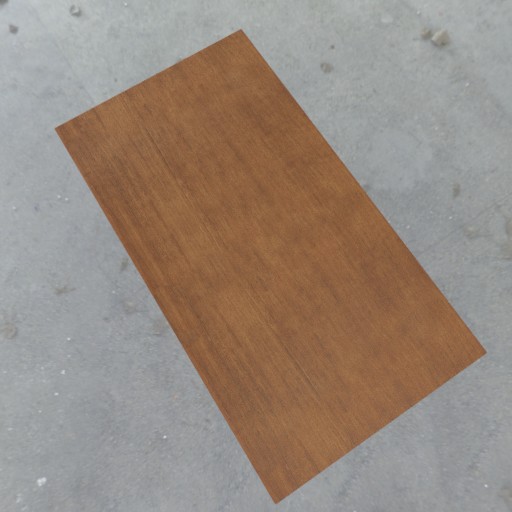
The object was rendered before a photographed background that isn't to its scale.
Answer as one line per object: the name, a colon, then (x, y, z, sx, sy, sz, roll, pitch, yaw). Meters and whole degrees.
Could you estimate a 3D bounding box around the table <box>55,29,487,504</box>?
table: (0.000, 0.000, 1.231, 0.549, 0.419, 1.000, -32, 77, -8)
